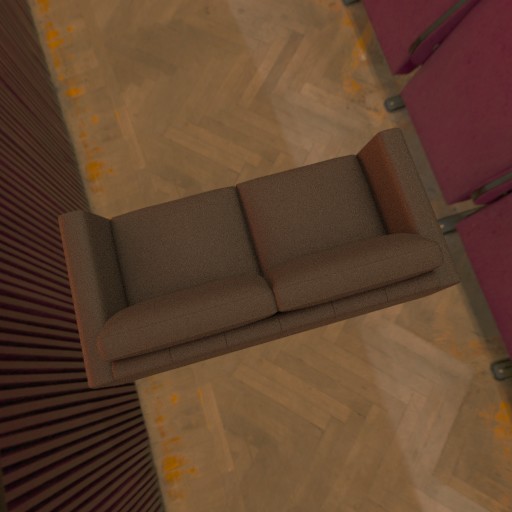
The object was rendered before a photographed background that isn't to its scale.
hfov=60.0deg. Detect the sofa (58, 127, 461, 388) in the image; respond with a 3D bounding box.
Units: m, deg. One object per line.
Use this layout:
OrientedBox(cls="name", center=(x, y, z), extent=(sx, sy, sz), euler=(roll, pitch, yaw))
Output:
OrientedBox(cls="sofa", center=(0.000, 0.000, 2.541), extent=(2.017, 0.875, 0.953), euler=(-15, 76, -4))
